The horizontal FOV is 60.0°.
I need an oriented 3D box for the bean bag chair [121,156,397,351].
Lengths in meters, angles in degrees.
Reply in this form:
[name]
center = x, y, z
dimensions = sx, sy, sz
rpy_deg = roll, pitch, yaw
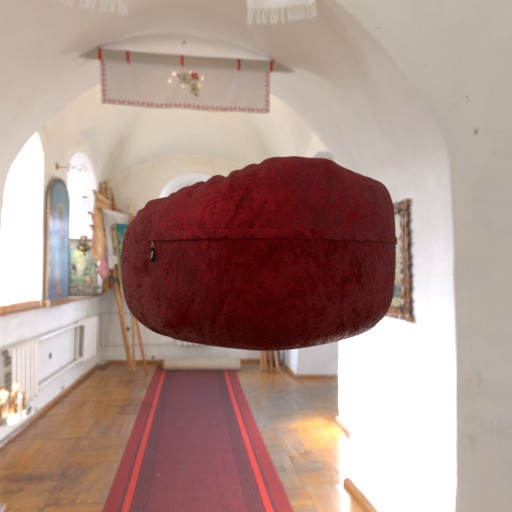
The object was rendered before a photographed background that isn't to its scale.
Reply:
[bean bag chair]
center = 0.000, 0.000, 2.534
dimensions = 1.524, 0.878, 1.524
rpy_deg = 0, 0, 37
